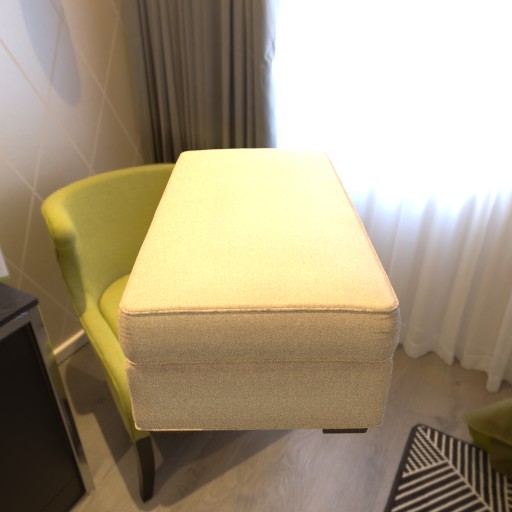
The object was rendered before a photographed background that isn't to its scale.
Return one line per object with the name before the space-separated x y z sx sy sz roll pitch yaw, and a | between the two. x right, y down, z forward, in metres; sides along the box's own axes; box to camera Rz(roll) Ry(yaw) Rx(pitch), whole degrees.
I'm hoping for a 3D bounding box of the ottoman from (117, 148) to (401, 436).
ottoman | 0.000 0.000 1.464 0.617 0.448 1.097 0 31 -1
